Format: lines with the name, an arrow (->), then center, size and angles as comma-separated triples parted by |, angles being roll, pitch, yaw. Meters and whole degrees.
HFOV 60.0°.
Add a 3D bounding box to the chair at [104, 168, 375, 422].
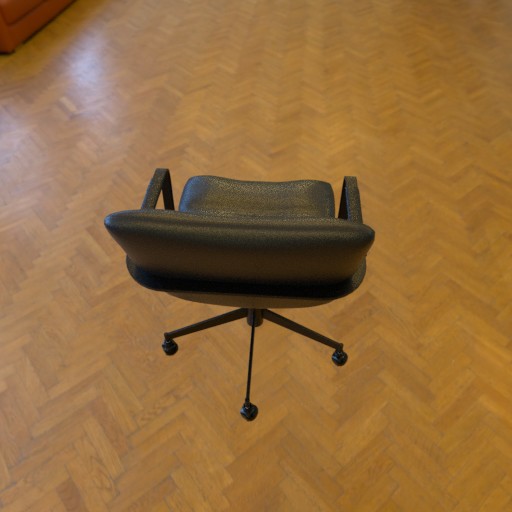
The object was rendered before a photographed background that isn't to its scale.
chair -> 0.000, 0.000, 1.477 | 0.719, 0.922, 0.748 | 3, 46, 3
